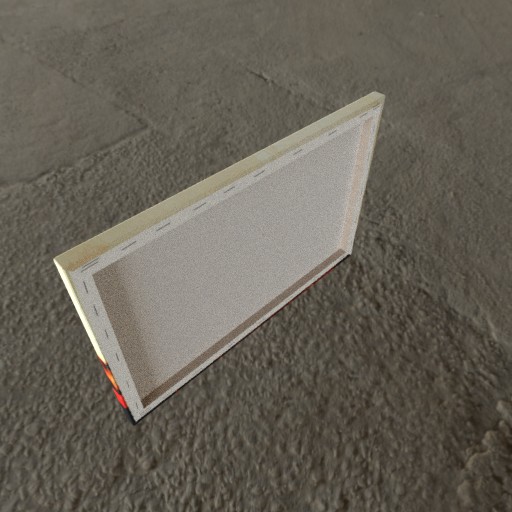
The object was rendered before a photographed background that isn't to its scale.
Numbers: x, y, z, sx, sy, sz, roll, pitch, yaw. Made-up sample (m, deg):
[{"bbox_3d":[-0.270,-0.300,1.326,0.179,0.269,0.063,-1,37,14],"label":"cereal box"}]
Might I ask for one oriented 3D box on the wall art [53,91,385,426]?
[{"bbox_3d":[0.000,0.000,1.177,0.918,0.602,0.038,-34,54,-29],"label":"wall art"}]
